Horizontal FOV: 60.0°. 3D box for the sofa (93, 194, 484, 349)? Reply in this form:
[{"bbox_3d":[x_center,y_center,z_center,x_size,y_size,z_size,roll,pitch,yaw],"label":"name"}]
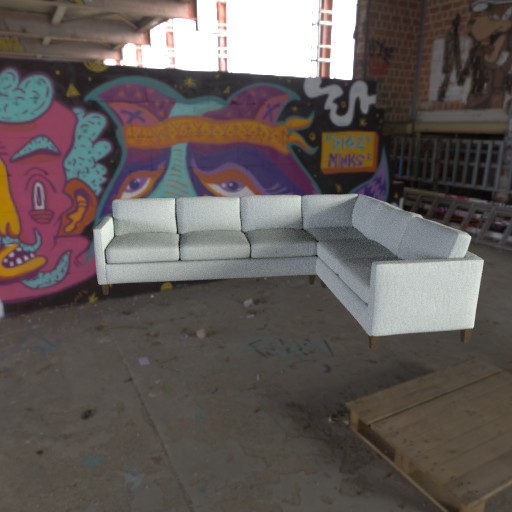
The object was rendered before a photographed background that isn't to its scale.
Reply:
[{"bbox_3d":[0.000,0.000,4.505,3.333,0.934,2.522,-2,16,-8],"label":"sofa"}]
